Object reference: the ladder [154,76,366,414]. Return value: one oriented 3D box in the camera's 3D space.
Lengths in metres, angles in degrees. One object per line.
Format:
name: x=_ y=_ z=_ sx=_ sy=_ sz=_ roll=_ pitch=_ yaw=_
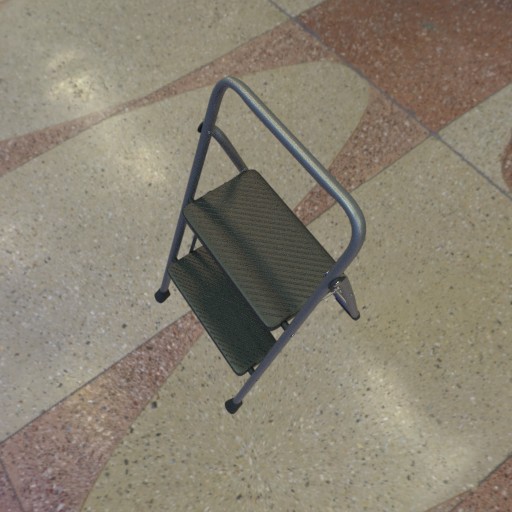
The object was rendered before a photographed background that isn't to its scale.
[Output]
ladder: x=0.000 y=0.000 z=1.015 sx=0.472 sy=0.720 sz=0.430 roll=-33 pitch=69 yaw=-14
